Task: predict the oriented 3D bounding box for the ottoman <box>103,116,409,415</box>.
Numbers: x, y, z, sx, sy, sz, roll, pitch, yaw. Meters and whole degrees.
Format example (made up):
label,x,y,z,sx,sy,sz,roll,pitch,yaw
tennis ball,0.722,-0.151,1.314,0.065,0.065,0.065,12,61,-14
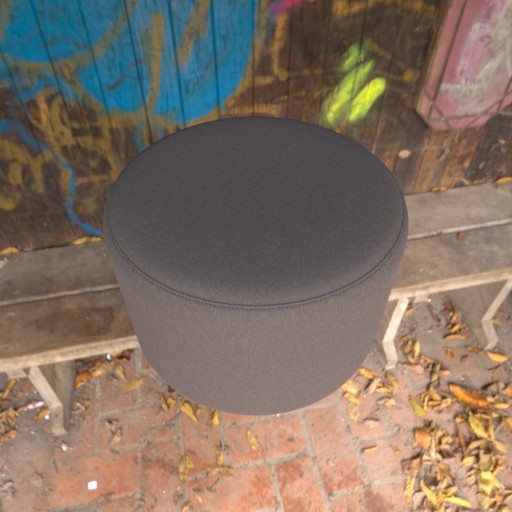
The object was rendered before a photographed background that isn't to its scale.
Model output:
label,x,y,z,sx,sy,sz,roll,pitch,yaw
ottoman,0.000,0.000,1.014,0.608,0.433,0.608,0,46,0
